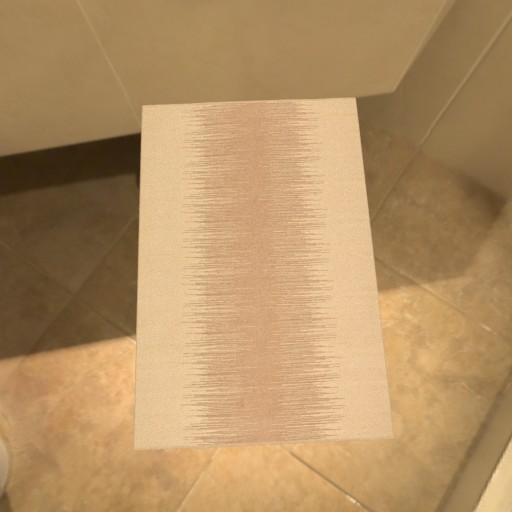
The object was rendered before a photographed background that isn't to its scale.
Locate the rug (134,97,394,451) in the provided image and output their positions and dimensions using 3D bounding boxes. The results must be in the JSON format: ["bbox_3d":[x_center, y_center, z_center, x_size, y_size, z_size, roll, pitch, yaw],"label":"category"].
[{"bbox_3d":[0.000,0.000,2.325,1.234,0.006,1.850,-2,75,-1],"label":"rug"}]
